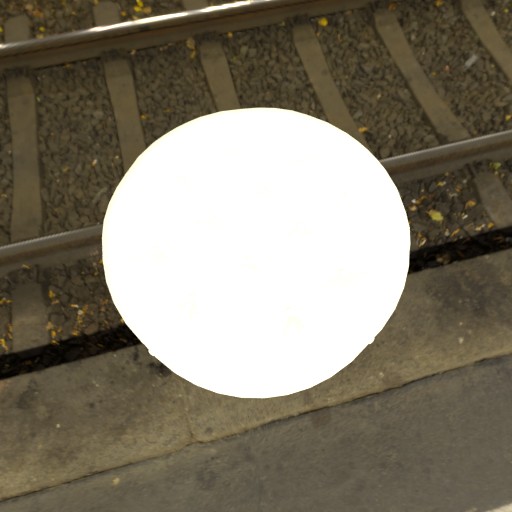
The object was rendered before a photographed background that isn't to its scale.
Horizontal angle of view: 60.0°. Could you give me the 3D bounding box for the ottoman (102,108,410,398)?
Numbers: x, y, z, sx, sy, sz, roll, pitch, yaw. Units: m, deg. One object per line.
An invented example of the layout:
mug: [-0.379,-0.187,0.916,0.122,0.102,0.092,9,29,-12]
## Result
ottoman: [0.000,0.000,1.387,0.850,0.483,0.850,0,64,0]
